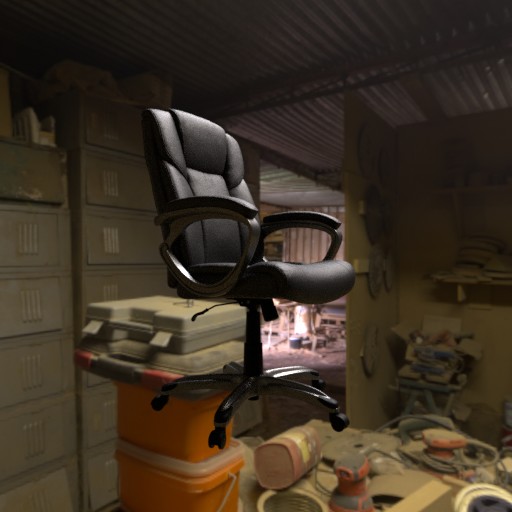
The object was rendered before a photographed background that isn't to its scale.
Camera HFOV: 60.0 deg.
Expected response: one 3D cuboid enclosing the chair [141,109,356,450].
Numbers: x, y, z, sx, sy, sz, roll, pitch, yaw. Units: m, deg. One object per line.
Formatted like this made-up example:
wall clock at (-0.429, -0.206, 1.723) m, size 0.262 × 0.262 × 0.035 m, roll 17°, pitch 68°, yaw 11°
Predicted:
chair at (0.000, 0.000, 1.628) m, size 0.719 × 1.130 × 0.721 m, roll 0°, pitch 0°, yaw 36°
